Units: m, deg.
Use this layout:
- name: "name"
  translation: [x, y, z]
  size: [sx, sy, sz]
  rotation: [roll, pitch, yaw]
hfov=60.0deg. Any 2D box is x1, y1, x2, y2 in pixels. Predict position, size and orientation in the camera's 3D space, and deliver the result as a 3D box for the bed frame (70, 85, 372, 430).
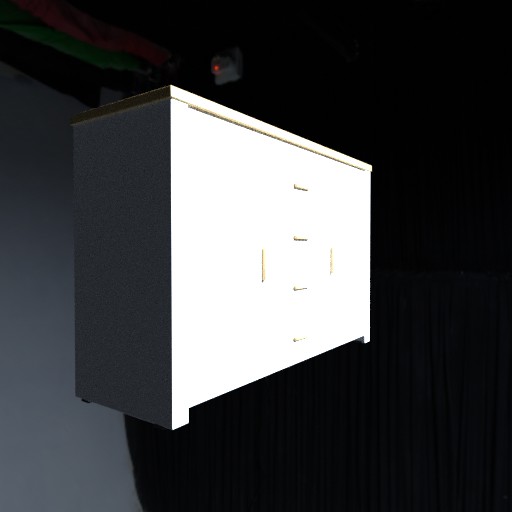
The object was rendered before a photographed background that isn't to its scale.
- name: "bed frame"
  translation: [0.000, 0.000, 1.730]
  size: [0.430, 0.850, 1.300]
  rotation: [1, 1, 36]
